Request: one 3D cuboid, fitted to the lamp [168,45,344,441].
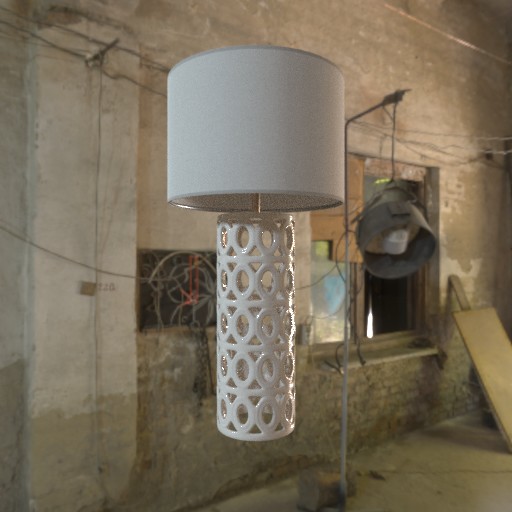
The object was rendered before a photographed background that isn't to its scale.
[{"bbox_3d":[0.000,0.000,0.830,0.324,0.636,0.325,0,0,19],"label":"lamp"}]
